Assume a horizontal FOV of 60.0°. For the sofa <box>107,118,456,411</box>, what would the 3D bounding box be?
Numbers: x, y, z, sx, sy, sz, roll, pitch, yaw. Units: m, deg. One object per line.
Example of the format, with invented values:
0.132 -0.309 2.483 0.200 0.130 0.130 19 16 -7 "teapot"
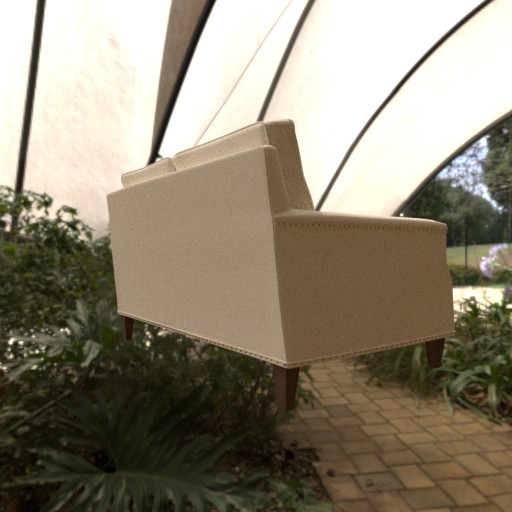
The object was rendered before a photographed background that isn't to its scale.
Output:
0.000 0.000 2.295 1.084 1.003 1.597 0 1 -37 "sofa"
